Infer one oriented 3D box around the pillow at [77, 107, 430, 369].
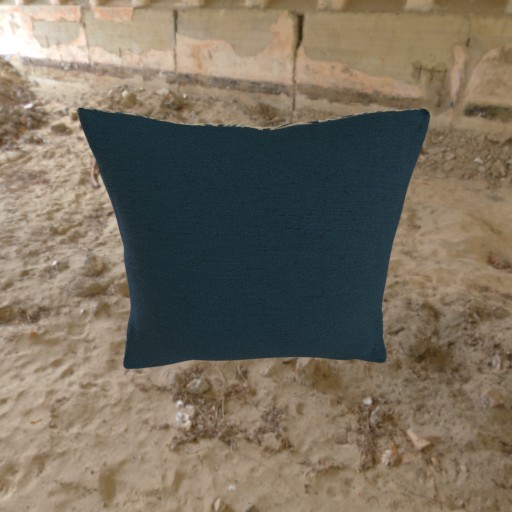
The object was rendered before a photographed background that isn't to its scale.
[{"bbox_3d":[0.000,0.000,0.644,0.440,0.420,0.145,-1,30,-2],"label":"pillow"}]
